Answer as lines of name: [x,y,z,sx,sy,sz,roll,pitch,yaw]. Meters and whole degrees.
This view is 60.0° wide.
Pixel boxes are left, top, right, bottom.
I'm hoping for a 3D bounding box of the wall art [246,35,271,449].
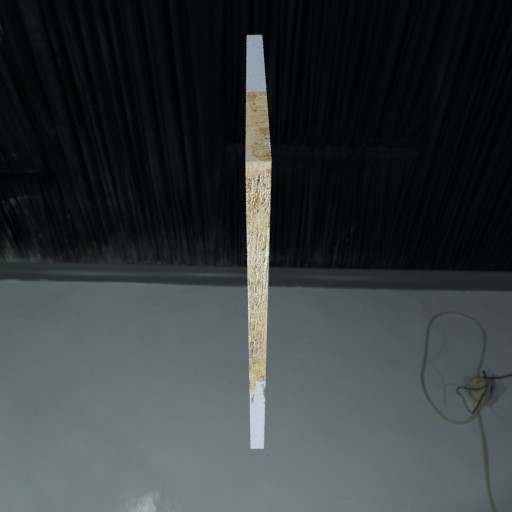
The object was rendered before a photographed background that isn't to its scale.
wall art: [0.000,0.000,1.167,0.039,0.911,0.607,-1,42,-1]
